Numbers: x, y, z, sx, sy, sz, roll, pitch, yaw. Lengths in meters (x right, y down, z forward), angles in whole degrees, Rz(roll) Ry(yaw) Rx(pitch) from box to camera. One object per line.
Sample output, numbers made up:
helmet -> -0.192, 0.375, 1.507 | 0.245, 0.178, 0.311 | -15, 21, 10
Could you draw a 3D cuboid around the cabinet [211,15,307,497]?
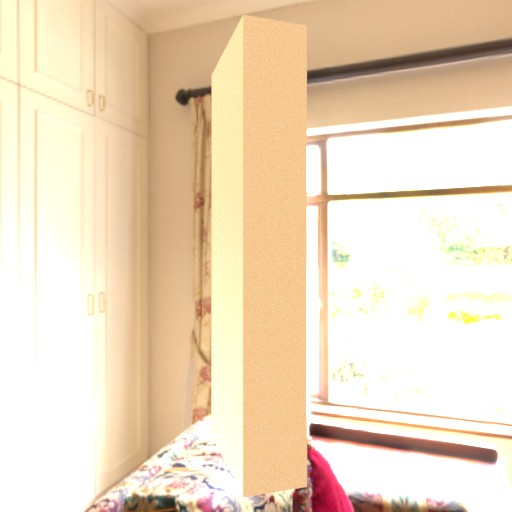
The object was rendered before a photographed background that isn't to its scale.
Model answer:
cabinet -> 0.000, 0.000, 1.782 | 0.255, 1.630, 0.520 | 0, 0, -17
